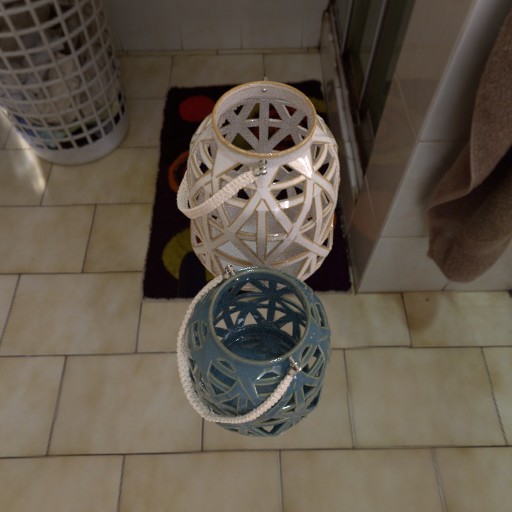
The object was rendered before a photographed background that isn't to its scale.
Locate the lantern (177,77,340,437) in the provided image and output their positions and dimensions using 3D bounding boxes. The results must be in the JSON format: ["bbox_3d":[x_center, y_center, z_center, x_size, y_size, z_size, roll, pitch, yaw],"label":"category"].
[{"bbox_3d":[0.000,0.000,0.608,0.245,0.307,0.439,1,60,1],"label":"lantern"}]
